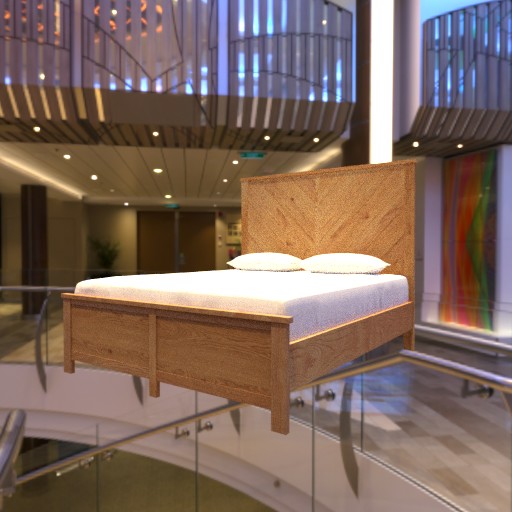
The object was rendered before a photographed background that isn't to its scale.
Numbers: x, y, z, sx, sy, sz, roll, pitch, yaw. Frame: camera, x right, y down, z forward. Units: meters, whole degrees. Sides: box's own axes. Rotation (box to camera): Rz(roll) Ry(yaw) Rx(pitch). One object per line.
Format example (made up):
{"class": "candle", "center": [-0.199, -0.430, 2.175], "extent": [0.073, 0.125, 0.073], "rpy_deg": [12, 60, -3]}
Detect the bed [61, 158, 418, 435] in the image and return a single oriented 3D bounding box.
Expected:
{"class": "bed", "center": [0.000, 0.000, 4.112], "extent": [2.225, 1.938, 2.530], "rpy_deg": [1, 1, 35]}
